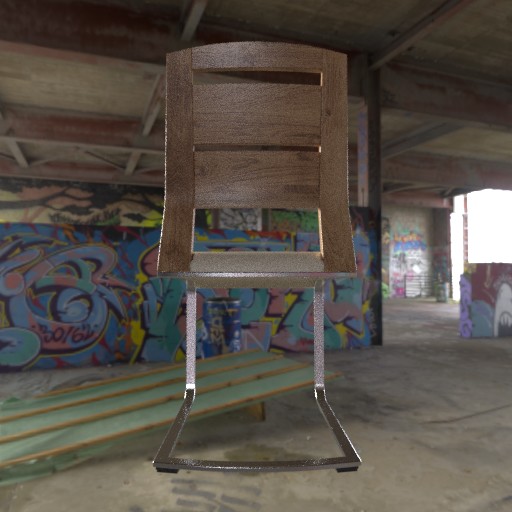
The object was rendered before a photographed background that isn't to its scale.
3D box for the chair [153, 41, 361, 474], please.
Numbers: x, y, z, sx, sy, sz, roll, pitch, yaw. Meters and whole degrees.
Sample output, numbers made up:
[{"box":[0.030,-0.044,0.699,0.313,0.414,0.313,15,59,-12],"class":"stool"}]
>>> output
[{"box":[0.000,0.000,1.230,0.457,0.955,0.561,0,-2,-1],"class":"chair"}]
